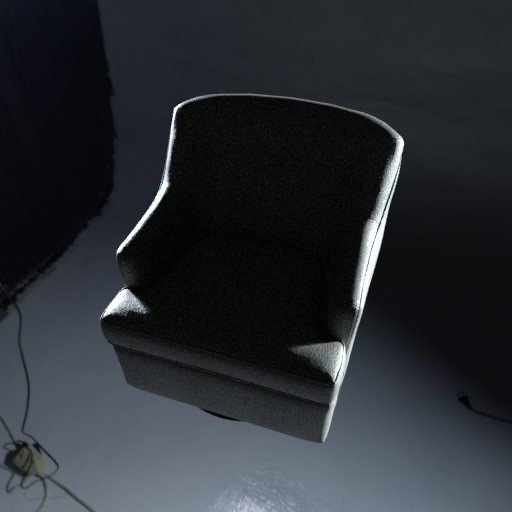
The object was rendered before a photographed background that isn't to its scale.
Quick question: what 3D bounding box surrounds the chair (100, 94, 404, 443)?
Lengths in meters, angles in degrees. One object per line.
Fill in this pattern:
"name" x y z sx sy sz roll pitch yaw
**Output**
"chair" 0.000 0.000 1.628 0.864 0.856 0.923 12 44 13
